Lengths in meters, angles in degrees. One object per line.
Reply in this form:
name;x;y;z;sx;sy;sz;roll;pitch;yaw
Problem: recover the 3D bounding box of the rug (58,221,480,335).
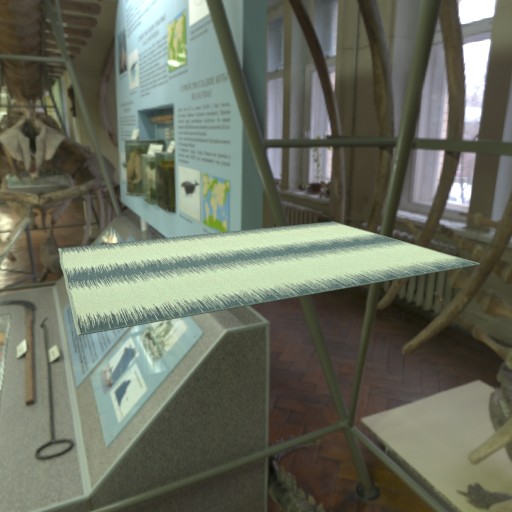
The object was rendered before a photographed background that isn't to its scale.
rug;0.000;0.000;2.316;1.854;0.006;1.234;-7;17;-25
